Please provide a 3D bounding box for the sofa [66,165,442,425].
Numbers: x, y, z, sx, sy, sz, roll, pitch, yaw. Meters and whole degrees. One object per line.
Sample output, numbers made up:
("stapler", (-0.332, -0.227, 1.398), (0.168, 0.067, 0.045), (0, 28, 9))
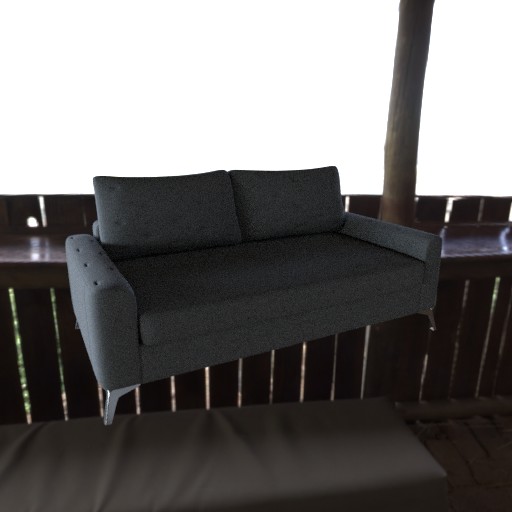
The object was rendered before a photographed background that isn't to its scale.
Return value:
("sofa", (0.000, 0.000, 2.162), (1.650, 0.790, 0.920), (-8, 18, -26))
